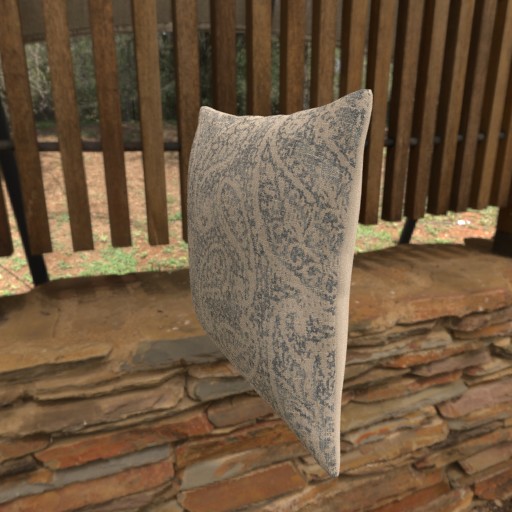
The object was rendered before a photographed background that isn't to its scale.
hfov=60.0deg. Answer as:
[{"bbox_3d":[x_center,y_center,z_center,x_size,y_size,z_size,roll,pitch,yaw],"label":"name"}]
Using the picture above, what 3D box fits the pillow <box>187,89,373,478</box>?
[{"bbox_3d":[0.000,0.000,0.768,0.166,0.510,0.523,-8,18,-26],"label":"pillow"}]
